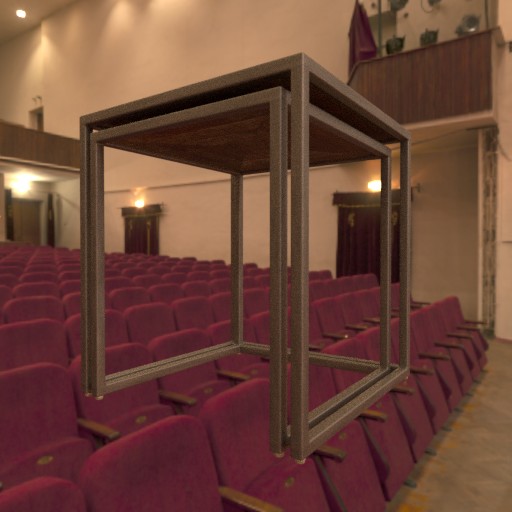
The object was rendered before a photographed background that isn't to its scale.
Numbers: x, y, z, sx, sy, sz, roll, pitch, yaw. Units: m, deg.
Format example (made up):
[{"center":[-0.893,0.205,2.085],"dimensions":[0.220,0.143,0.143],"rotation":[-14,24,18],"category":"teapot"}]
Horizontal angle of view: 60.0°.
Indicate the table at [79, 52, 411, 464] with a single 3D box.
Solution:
[{"center":[0.000,0.000,0.842],"dimensions":[0.450,0.500,0.449],"rotation":[1,1,35],"category":"table"}]
